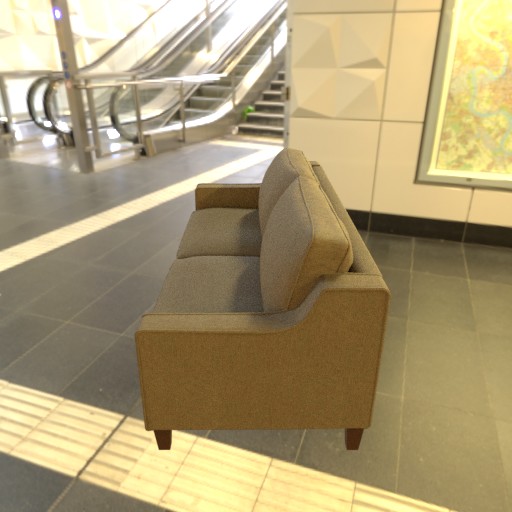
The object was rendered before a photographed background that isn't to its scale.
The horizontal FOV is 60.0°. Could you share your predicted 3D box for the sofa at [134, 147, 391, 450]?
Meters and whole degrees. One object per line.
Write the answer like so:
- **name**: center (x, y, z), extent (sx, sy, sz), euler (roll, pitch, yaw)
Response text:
- **sofa**: center (0.000, 0.000, 2.846), extent (1.073, 1.074, 2.181), euler (0, 25, 0)
